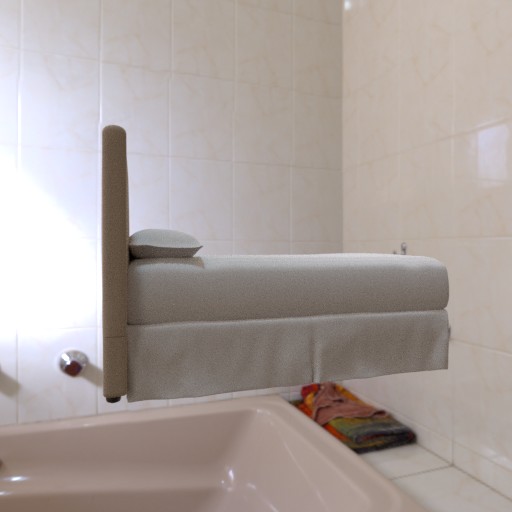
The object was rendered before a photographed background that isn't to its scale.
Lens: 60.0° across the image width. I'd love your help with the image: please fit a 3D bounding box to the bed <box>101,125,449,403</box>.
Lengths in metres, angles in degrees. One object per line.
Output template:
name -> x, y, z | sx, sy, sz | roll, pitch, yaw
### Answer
bed -> 0.000, 0.000, 3.128 | 2.052, 1.398, 1.678 | 0, 1, -19
